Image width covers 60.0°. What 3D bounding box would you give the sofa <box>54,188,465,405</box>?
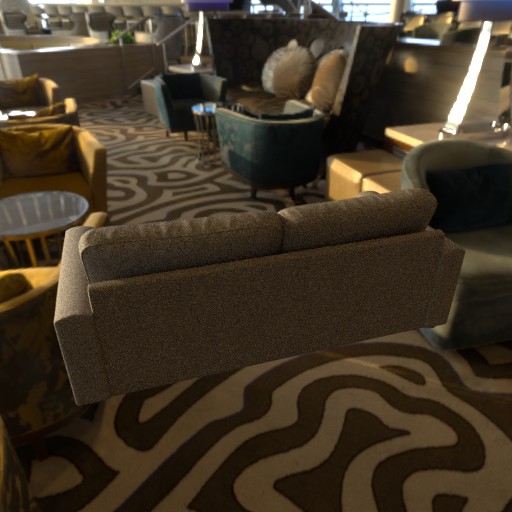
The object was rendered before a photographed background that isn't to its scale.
[{"bbox_3d":[0.000,0.000,2.693,2.179,0.873,1.016,-9,31,-15],"label":"sofa"}]
